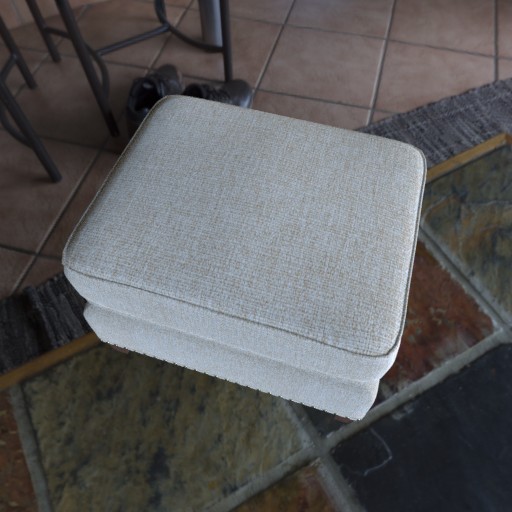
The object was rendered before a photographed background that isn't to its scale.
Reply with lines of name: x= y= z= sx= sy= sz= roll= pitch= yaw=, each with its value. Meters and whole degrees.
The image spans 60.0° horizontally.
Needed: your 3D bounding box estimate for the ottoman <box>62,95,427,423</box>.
ottoman: x=0.000 y=0.000 z=1.160 sx=0.738 sy=0.537 sz=0.589 roll=15 pitch=60 yaw=9
